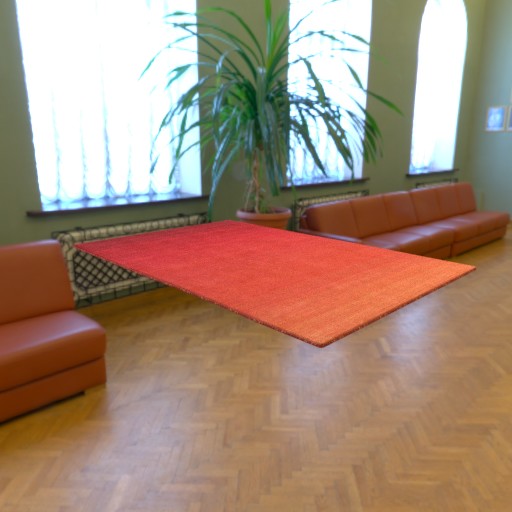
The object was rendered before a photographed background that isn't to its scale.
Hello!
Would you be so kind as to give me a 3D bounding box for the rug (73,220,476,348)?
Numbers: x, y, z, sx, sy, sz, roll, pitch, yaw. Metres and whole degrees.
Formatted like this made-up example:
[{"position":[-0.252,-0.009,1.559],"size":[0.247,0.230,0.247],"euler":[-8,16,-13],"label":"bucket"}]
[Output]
[{"position":[0.000,0.000,2.377],"size":[1.230,0.018,1.835],"euler":[-14,20,-42],"label":"rug"}]
